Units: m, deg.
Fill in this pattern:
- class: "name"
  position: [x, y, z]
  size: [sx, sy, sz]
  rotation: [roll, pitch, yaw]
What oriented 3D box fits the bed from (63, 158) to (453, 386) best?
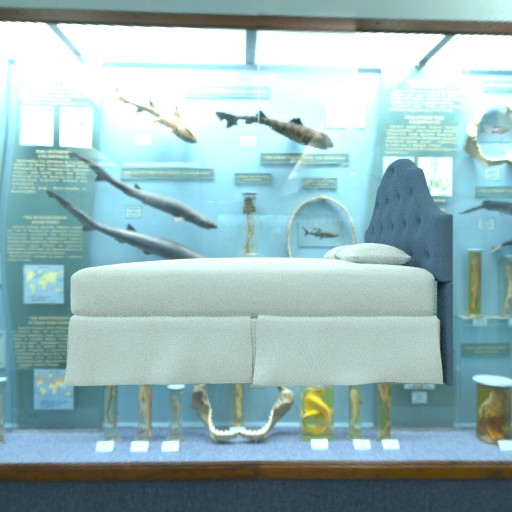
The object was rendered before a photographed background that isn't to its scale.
- class: "bed"
  position: [0.000, 0.000, 3.752]
  size: [2.477, 1.617, 2.039]
  rotation: [0, 0, 0]
